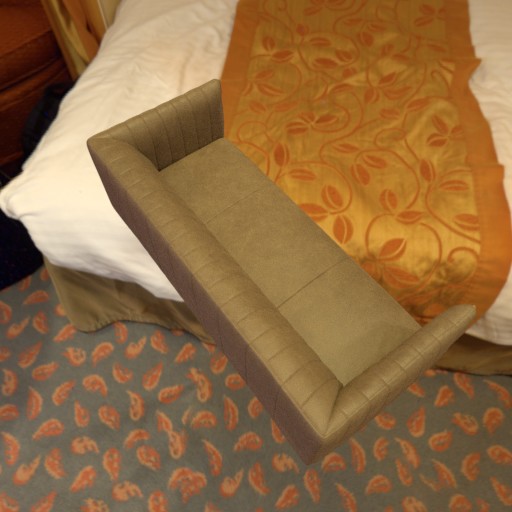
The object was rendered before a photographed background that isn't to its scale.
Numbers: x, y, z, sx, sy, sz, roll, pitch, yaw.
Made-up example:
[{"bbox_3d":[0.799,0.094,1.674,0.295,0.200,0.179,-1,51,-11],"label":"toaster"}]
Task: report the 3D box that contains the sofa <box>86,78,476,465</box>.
[{"bbox_3d":[0.000,0.000,2.406,0.876,0.779,1.980,-33,63,-19],"label":"sofa"}]
